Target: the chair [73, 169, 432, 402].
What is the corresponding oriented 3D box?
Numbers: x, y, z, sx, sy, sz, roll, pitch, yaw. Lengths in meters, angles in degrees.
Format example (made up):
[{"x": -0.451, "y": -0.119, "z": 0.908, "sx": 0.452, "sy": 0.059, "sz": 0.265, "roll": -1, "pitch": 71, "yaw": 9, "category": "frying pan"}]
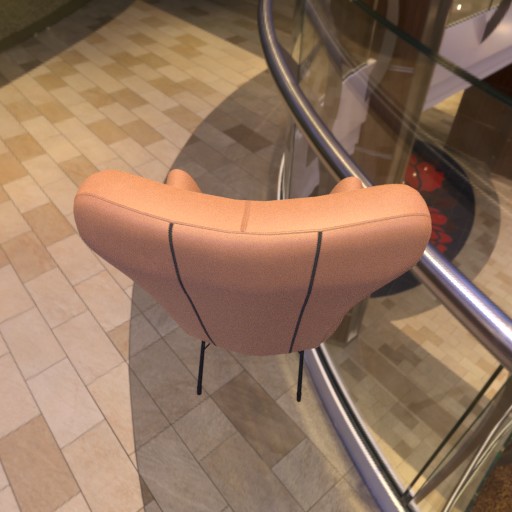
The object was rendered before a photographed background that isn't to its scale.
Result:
[{"x": 0.000, "y": 0.000, "z": 1.739, "sx": 0.980, "sy": 1.050, "sz": 0.900, "roll": 3, "pitch": 45, "yaw": 3, "category": "chair"}]
